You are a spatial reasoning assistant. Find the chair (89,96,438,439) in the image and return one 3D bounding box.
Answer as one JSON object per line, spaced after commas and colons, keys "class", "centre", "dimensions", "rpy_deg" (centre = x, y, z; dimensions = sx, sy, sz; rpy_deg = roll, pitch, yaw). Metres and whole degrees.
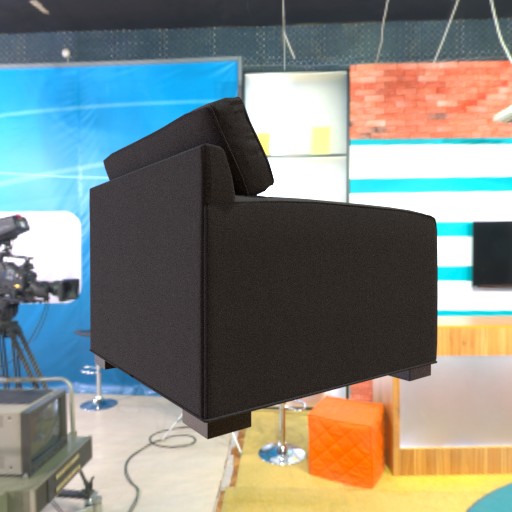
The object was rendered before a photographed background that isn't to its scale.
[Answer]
{"class": "chair", "centre": [0.000, 0.000, 1.798], "dimensions": [1.043, 0.913, 0.997], "rpy_deg": [0, 1, -36]}
